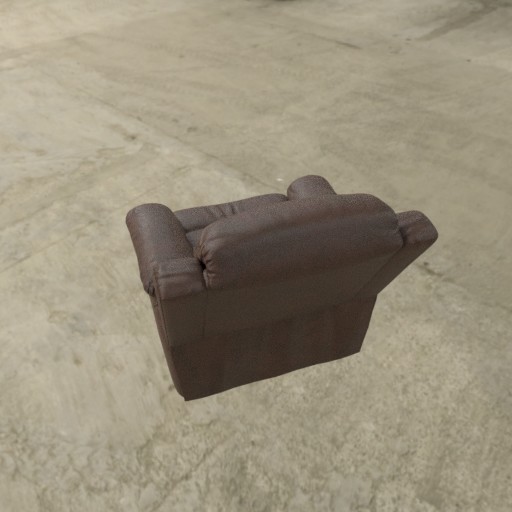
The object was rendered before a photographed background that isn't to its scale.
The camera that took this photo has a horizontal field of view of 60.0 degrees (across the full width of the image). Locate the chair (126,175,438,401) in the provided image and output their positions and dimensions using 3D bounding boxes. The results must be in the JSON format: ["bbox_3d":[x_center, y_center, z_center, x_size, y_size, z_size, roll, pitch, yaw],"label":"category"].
[{"bbox_3d":[0.000,0.000,1.278,0.680,0.702,0.707,-12,43,-13],"label":"chair"}]
